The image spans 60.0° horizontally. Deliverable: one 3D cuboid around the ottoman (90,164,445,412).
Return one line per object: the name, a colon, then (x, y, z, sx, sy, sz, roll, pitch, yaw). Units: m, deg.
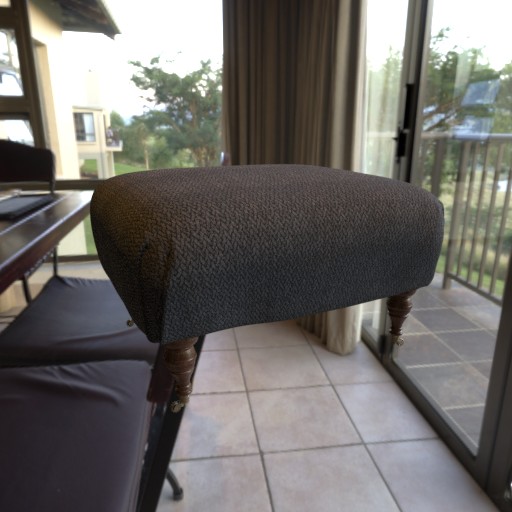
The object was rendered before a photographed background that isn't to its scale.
ottoman: (0.000, 0.000, 1.150, 0.747, 0.450, 0.622, -8, 19, -26)
